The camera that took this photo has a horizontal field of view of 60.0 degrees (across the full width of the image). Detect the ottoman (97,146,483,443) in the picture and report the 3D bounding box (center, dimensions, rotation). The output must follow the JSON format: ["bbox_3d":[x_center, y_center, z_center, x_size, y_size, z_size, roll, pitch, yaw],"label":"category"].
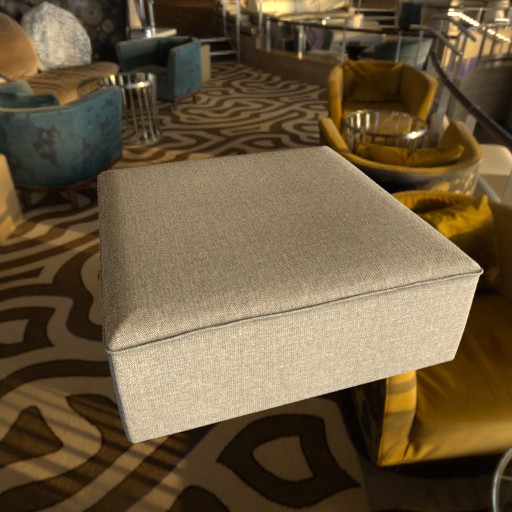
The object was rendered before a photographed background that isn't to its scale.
[{"bbox_3d":[0.000,0.000,1.563,1.017,0.423,1.023,-9,35,-14],"label":"ottoman"}]
